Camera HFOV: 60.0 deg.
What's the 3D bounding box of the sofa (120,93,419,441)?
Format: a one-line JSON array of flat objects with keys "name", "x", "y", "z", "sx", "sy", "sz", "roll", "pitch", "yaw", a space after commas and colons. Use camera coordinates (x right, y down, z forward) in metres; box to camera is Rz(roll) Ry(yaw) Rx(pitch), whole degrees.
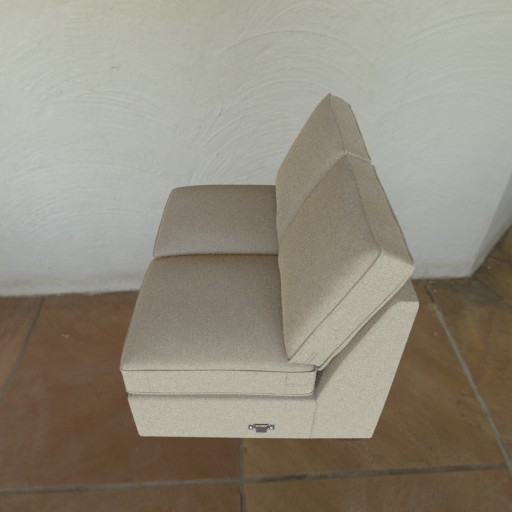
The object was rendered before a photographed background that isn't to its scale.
[{"name": "sofa", "x": 0.000, "y": 0.000, "z": 1.946, "sx": 0.951, "sy": 1.008, "sz": 1.237, "roll": 0, "pitch": 40, "yaw": 0}]
